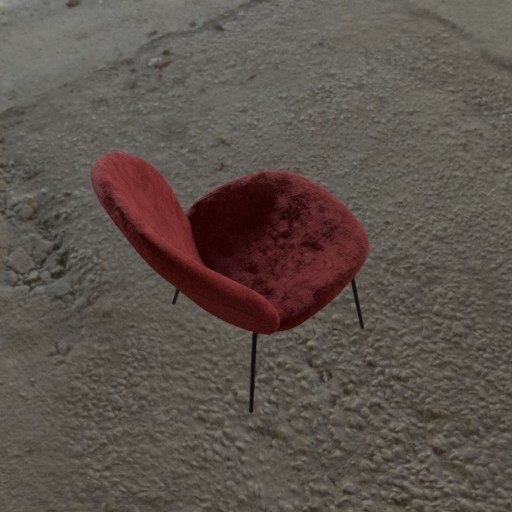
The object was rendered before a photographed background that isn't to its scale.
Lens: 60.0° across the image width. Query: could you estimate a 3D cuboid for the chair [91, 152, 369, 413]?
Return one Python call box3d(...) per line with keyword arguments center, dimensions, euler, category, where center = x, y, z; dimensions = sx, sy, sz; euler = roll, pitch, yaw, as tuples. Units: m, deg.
box3d(center=(0.000, 0.000, 1.132), dimensions=(0.587, 0.791, 0.458), euler=(-32, 62, -19), category="chair")
